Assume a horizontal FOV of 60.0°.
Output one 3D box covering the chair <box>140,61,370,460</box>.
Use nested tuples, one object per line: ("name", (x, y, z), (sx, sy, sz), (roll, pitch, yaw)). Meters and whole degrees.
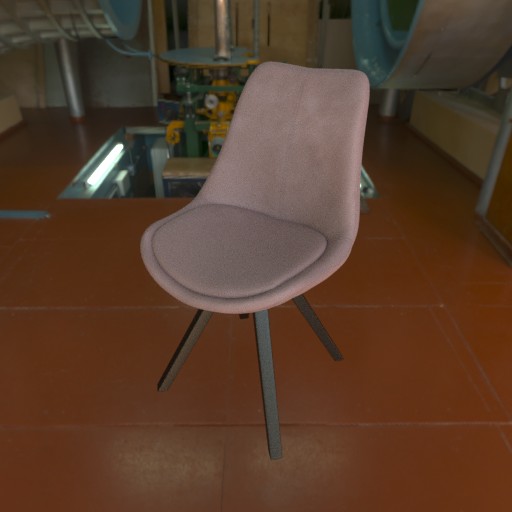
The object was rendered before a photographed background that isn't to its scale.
("chair", (0.000, 0.000, 1.163), (0.483, 0.865, 0.547), (19, 37, 28))
